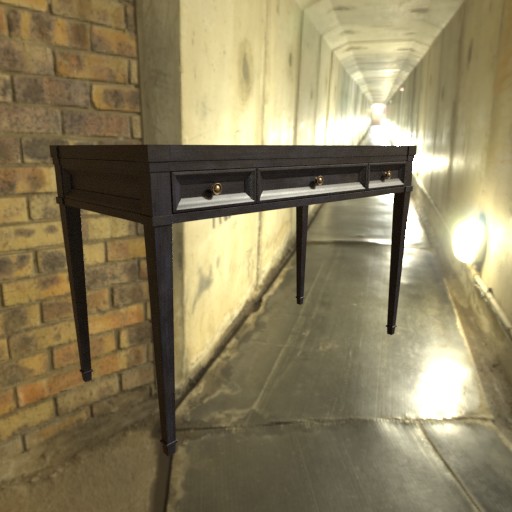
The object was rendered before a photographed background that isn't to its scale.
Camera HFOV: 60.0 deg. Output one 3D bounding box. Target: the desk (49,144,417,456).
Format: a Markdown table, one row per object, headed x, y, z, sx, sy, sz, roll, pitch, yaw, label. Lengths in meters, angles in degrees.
| x | y | z | sx | sy | sz | roll | pitch | yaw | label |
| --- | --- | --- | --- | --- | --- | --- | --- | --- | --- |
| 0.000 | 0.000 | 1.778 | 1.289 | 0.861 | 0.630 | -13 | 19 | -42 | desk |
